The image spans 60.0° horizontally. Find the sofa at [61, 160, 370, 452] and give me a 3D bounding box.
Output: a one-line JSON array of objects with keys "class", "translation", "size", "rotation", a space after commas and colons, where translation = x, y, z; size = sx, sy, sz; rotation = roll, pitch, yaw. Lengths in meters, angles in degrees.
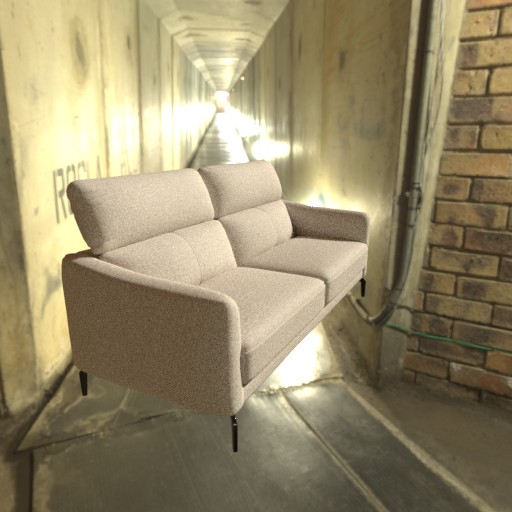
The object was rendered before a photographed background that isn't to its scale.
[{"class": "sofa", "translation": [0.000, 0.000, 2.482], "size": [0.856, 0.956, 2.015], "rotation": [8, 17, 27]}]
